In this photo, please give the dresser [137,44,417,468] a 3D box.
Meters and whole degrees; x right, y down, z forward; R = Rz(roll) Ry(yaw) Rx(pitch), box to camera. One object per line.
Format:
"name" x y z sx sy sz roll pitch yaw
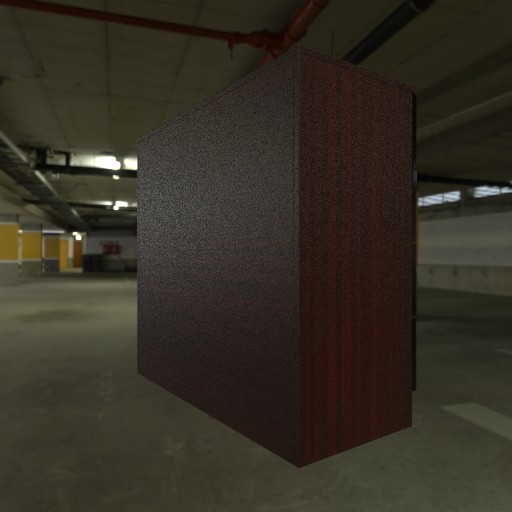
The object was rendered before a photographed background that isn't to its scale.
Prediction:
"dresser" 0.000 0.000 1.161 0.360 0.720 0.750 0 0 -36
